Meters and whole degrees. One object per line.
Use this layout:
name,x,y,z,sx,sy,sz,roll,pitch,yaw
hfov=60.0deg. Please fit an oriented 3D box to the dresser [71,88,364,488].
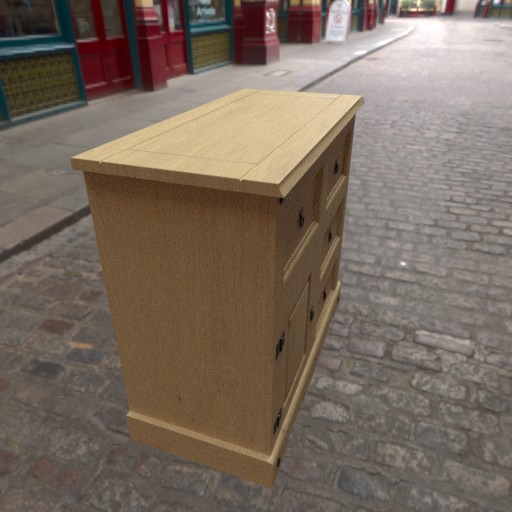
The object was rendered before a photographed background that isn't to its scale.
dresser,0.000,0.000,1.379,0.440,0.835,0.915,10,31,18
